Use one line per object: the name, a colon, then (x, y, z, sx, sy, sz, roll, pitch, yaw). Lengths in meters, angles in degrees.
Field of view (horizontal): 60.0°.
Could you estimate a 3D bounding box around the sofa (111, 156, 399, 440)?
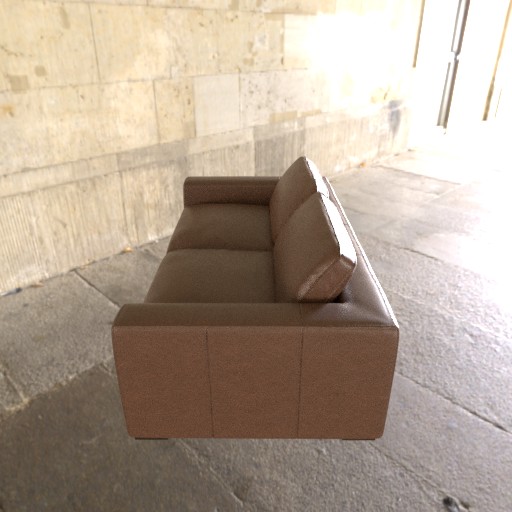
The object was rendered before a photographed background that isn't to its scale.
sofa: (0.000, 0.000, 2.491, 1.070, 0.800, 1.920, 0, 26, 0)
